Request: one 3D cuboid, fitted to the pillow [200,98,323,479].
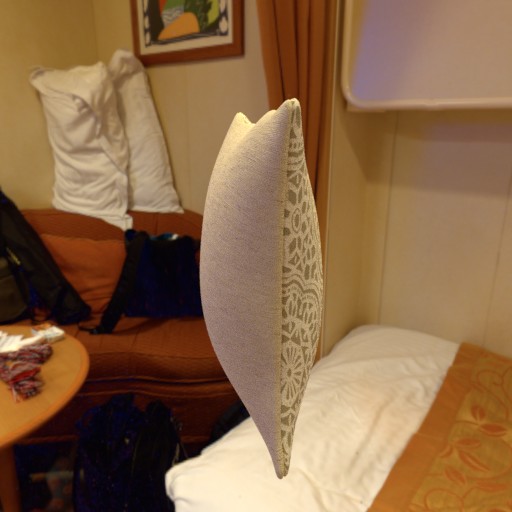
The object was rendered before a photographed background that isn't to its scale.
[{"bbox_3d":[0.000,0.000,0.658,0.167,0.421,0.438,-3,17,-8],"label":"pillow"}]
